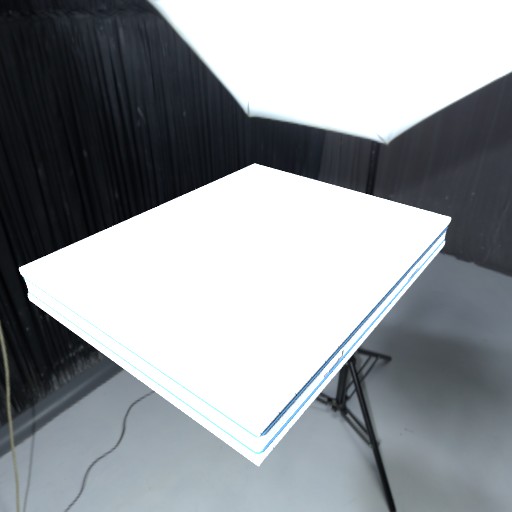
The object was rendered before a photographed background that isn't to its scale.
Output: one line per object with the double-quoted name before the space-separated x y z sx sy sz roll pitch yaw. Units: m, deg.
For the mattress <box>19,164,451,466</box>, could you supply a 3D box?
"mattress" 0.000 0.000 2.628 1.600 0.230 2.000 22 38 32
